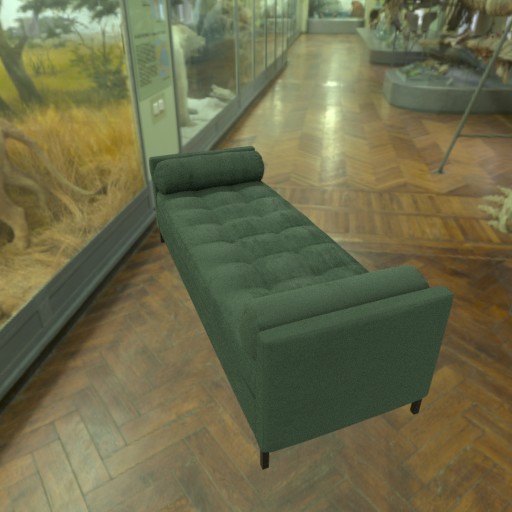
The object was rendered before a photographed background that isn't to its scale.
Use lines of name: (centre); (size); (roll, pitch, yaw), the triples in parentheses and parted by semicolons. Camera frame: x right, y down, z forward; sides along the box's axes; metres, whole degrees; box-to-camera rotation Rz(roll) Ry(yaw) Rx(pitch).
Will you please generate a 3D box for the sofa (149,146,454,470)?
sofa: (0.000, 0.000, 2.514); (0.817, 0.681, 2.130); (-11, 32, -19)
